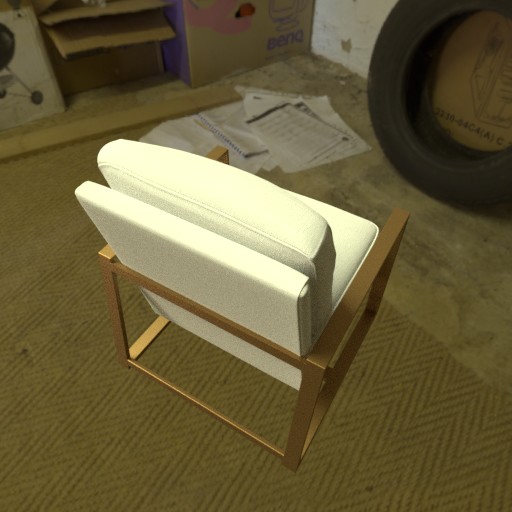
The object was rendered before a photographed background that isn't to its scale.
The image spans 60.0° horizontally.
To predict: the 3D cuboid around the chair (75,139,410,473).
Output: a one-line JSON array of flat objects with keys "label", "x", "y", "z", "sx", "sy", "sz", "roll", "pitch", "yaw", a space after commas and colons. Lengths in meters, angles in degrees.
[{"label": "chair", "x": 0.000, "y": 0.000, "z": 1.530, "sx": 0.805, "sy": 0.966, "sz": 0.813, "roll": 24, "pitch": 51, "yaw": 21}]
